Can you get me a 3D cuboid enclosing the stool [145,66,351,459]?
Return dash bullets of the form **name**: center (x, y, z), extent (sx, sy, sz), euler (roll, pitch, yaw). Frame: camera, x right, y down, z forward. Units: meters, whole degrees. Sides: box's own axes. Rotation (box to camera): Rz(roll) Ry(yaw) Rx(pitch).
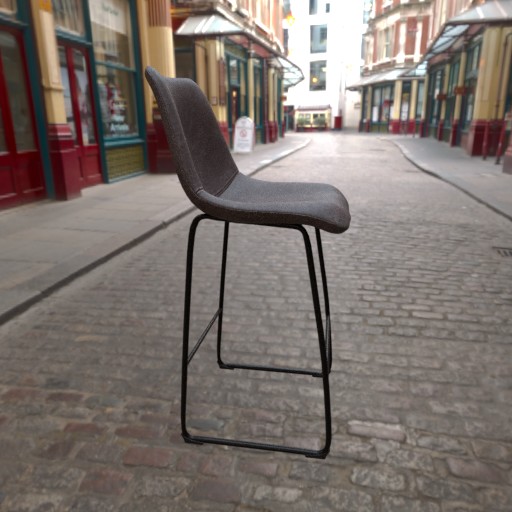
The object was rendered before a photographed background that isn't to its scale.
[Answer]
- **stool**: center (0.000, 0.000, 1.394), extent (0.561, 1.082, 0.514), euler (3, 17, 9)
